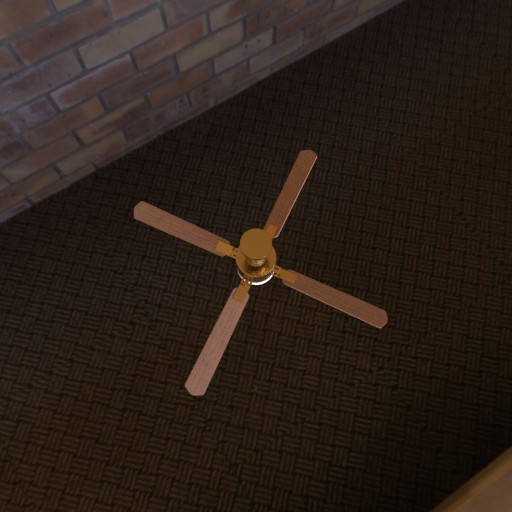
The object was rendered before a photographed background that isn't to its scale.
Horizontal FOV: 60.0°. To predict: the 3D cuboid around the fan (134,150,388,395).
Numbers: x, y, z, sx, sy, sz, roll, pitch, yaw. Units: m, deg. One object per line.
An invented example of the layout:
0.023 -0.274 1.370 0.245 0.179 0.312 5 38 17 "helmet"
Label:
0.000 0.000 2.000 1.320 0.355 1.320 24 75 7 "fan"
